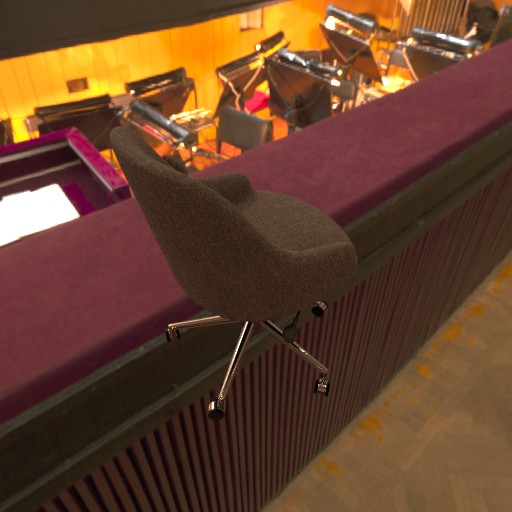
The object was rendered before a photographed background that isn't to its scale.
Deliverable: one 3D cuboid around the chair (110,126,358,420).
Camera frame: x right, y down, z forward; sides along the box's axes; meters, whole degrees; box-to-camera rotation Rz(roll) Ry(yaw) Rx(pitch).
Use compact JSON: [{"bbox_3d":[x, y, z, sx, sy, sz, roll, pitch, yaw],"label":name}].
[{"bbox_3d":[0.000,0.000,1.431,0.712,0.950,0.671,-28,48,-28],"label":"chair"}]
